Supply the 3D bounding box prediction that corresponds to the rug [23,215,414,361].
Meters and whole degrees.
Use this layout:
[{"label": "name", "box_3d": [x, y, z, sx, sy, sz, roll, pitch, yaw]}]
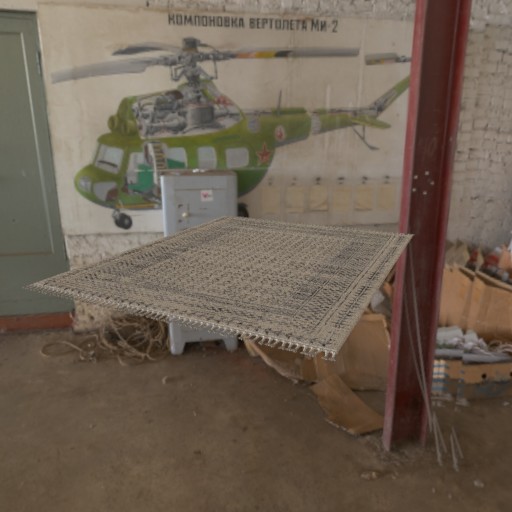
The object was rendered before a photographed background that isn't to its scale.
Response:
[{"label": "rug", "box_3d": [0.000, 0.000, 3.934, 2.312, 0.013, 2.940, 8, 18, 25]}]
